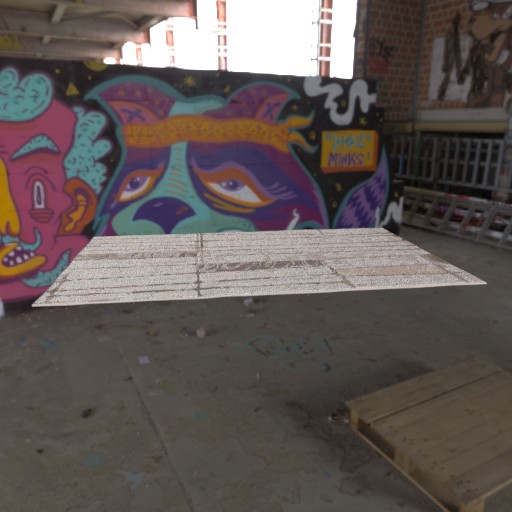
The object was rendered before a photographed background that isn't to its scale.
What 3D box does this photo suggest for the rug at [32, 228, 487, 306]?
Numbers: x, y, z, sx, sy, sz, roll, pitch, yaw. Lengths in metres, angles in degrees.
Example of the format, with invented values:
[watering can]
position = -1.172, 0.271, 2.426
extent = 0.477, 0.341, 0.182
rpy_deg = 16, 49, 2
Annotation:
[rug]
position = 0.000, 0.000, 1.076
extent = 0.867, 0.007, 0.515
rpy_deg = -2, 16, -8
